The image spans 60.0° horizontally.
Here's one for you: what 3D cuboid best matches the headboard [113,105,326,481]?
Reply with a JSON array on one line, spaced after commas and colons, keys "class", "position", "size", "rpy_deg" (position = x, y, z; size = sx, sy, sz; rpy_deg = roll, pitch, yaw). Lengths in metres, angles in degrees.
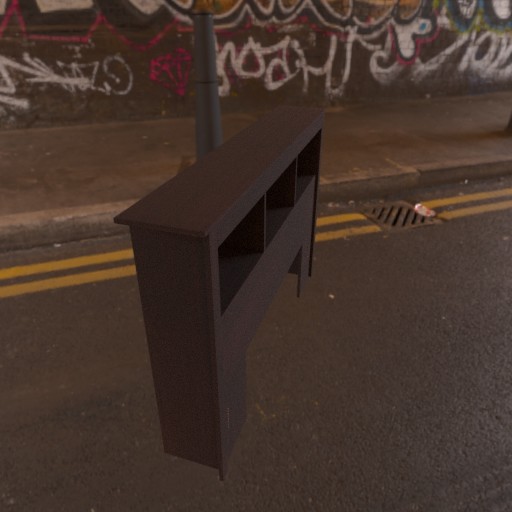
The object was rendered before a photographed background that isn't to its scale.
[{"class": "headboard", "position": [0.000, 0.000, 2.156], "size": [0.279, 1.092, 1.671], "rpy_deg": [9, 31, 16]}]
